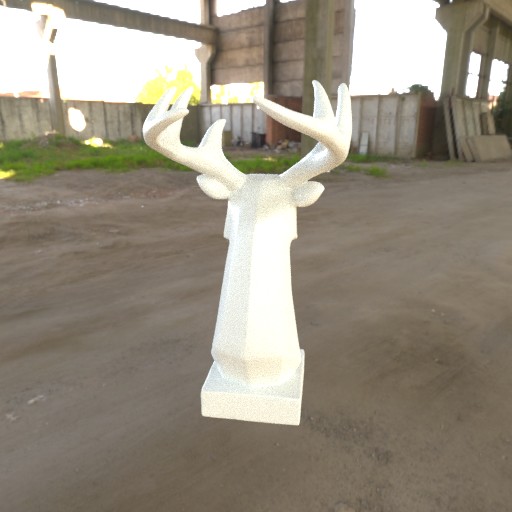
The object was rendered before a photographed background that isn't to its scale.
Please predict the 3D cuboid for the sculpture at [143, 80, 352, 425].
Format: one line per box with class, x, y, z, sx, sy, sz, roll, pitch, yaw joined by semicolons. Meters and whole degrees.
sculpture;0.000;0.000;0.455;0.174;0.329;0.224;2;17;8
